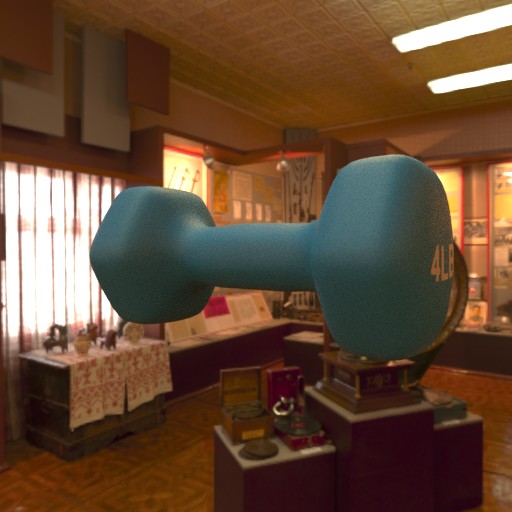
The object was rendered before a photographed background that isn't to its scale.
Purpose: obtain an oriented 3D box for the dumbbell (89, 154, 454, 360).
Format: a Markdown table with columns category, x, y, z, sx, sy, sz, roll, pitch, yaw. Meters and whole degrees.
| category | x | y | z | sx | sy | sz | roll | pitch | yaw |
| --- | --- | --- | --- | --- | --- | --- | --- | --- | --- |
| dumbbell | 0.000 | 0.000 | 0.188 | 0.152 | 0.066 | 0.074 | 1 | 1 | 36 |
